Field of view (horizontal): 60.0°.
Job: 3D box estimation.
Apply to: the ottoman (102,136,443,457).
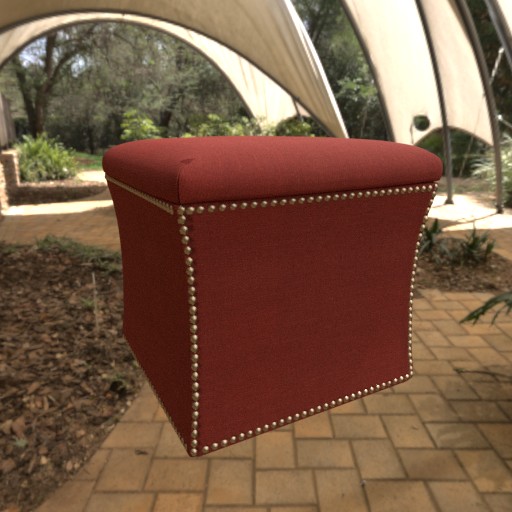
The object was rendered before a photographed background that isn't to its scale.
[{"bbox_3d":[0.000,0.000,0.910,0.507,0.475,0.497,-9,19,-27],"label":"ottoman"}]
